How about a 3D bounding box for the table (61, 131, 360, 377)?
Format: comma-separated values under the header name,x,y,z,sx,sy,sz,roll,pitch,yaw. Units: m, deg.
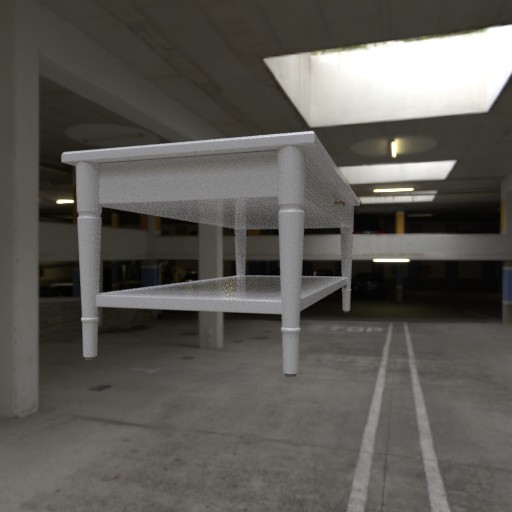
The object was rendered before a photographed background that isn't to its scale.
name,x,y,z,sx,sy,sz,roll,pitch,yaw
table,0.000,0.000,1.397,0.559,0.457,1.067,0,0,17
